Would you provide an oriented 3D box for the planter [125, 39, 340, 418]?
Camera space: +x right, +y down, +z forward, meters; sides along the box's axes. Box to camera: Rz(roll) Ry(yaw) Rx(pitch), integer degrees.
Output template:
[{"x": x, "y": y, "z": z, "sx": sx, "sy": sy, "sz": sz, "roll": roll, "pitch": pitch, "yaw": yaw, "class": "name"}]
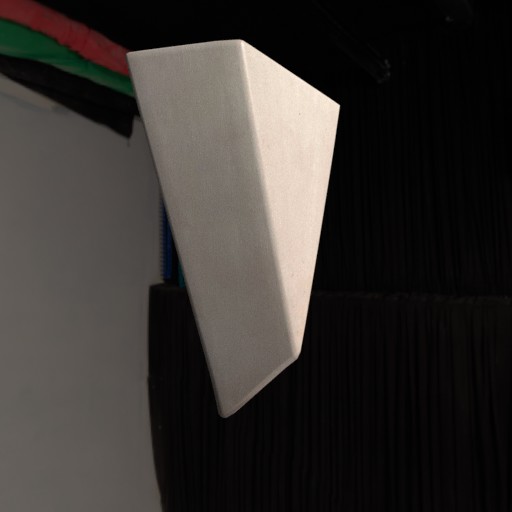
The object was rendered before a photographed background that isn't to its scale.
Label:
[{"x": 0.000, "y": 0.000, "z": 0.260, "sx": 0.060, "sy": 0.197, "sz": 0.150, "roll": -1, "pitch": -2, "yaw": 37, "class": "planter"}]
